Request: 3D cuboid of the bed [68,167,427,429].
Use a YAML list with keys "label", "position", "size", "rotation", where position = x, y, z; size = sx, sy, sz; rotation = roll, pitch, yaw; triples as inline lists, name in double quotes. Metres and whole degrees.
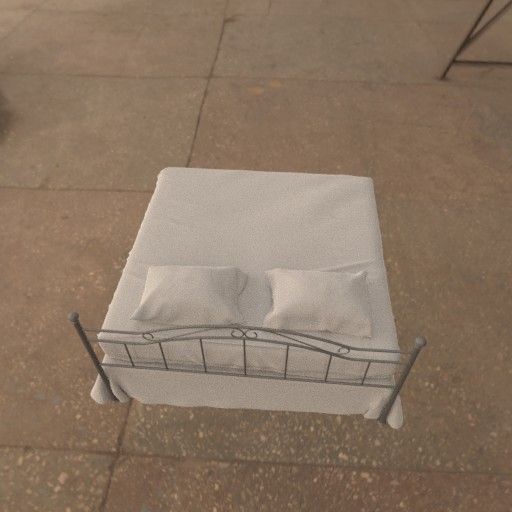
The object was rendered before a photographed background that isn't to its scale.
- label: "bed"
  position: [0.000, 0.000, 3.602]
  size: [2.309, 1.080, 2.220]
  rotation: [4, 47, 3]
